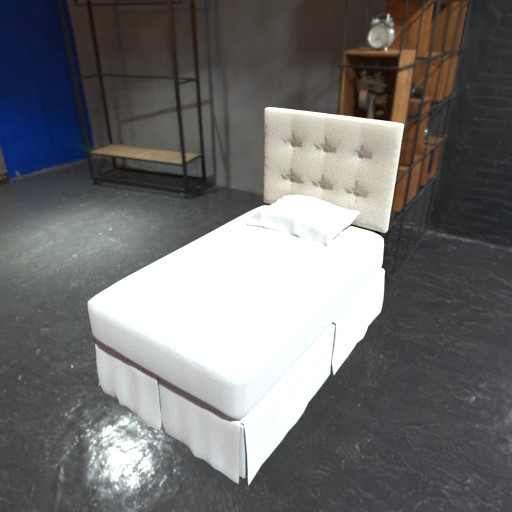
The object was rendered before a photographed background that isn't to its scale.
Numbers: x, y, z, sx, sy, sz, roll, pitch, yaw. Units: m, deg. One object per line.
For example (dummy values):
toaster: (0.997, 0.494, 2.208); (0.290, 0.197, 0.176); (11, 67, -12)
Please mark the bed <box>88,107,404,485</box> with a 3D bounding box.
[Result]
bed: (0.000, 0.000, 3.006); (1.261, 1.571, 1.997); (18, 33, 31)
